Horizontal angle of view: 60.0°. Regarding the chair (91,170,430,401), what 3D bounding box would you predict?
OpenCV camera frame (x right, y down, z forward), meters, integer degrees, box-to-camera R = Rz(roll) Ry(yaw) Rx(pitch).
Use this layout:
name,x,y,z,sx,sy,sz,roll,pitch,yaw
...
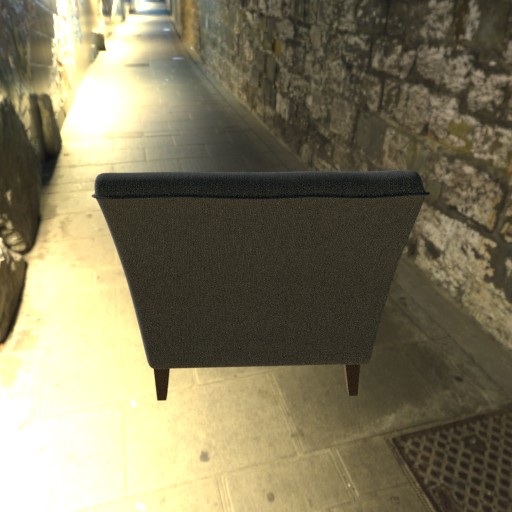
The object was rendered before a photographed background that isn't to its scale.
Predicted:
name,x,y,z,sx,sy,sz,roll,pitch,yaw
chair,0.000,0.000,1.593,0.780,0.919,0.899,-1,31,-2
